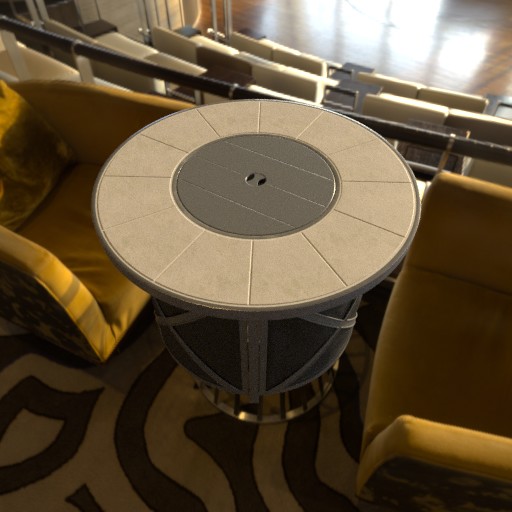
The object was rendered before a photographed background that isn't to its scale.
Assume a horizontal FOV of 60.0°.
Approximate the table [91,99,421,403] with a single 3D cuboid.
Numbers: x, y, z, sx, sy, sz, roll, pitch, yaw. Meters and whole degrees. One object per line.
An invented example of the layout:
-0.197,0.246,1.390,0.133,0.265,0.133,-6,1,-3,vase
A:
0.000,0.000,1.507,0.914,0.650,0.914,0,48,0,table
